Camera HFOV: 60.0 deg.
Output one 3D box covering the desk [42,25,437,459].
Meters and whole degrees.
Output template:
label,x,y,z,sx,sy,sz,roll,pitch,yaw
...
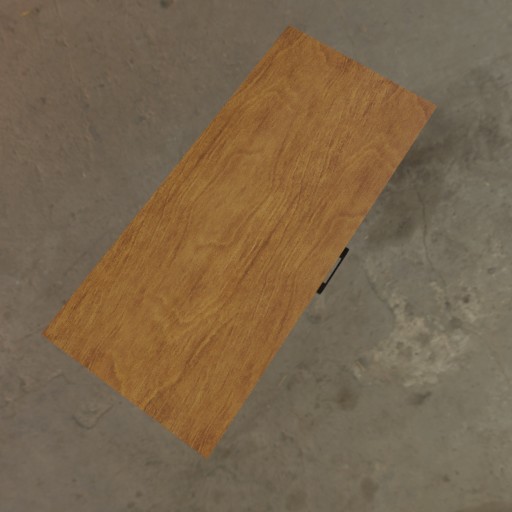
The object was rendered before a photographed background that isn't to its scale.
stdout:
label,x,y,z,sx,sy,sz,roll,pitch,yaw
desk,0.000,0.000,1.433,0.470,0.762,1.016,33,77,9
